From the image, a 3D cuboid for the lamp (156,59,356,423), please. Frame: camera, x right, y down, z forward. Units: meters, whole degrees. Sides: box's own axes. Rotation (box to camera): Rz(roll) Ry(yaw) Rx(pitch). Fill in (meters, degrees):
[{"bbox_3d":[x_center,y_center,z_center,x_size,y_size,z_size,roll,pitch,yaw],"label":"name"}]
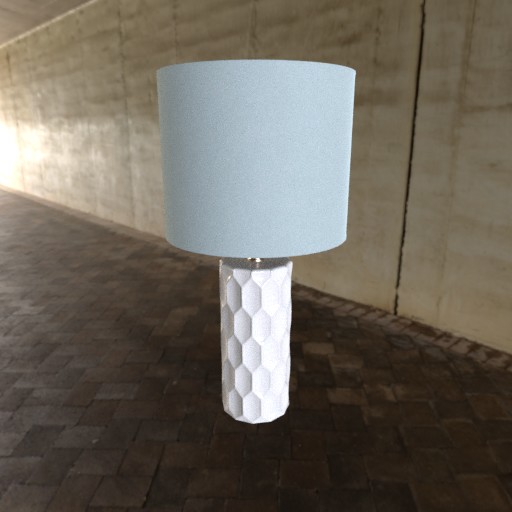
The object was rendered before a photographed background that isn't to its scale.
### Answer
[{"bbox_3d":[0.000,0.000,0.700,0.277,0.534,0.277,-3,16,-10],"label":"lamp"}]
